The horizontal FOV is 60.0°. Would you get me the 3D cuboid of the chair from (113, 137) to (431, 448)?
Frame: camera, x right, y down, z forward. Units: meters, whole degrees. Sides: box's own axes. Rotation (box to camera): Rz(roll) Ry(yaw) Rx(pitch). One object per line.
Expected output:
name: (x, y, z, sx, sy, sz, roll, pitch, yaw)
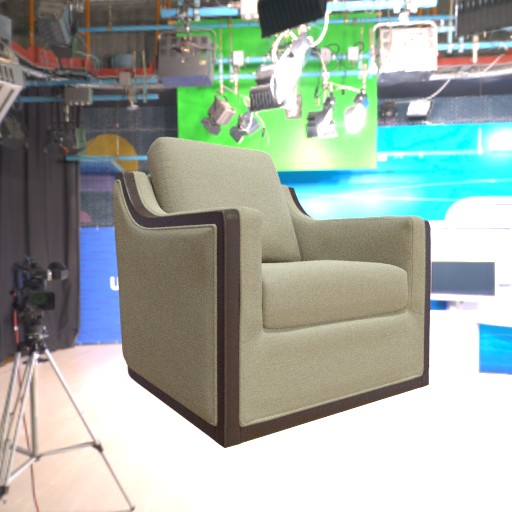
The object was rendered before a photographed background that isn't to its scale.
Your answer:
chair: (0.000, 0.000, 1.679, 0.870, 0.930, 0.950, -1, 2, -35)
